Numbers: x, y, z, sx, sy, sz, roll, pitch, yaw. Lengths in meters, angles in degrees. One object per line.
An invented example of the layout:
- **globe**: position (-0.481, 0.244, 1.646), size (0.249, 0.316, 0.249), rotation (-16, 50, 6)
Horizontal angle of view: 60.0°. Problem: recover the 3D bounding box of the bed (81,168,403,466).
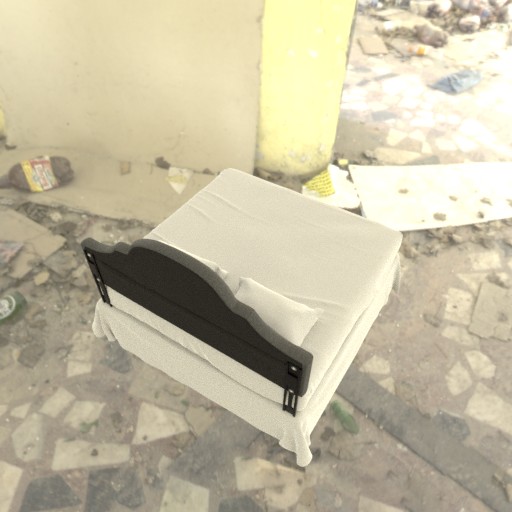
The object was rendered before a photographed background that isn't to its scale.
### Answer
- **bed**: position (0.000, 0.000, 3.869), size (2.303, 1.631, 2.222), rotation (25, 50, 22)
